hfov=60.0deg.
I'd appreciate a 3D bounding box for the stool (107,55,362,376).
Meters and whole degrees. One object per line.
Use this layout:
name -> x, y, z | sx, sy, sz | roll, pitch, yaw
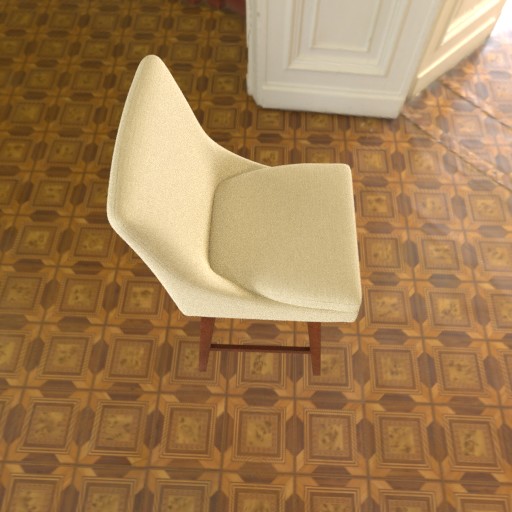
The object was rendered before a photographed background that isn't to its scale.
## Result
stool -> 0.000, 0.000, 1.358 | 0.559, 1.097, 0.470 | 2, 62, 1
